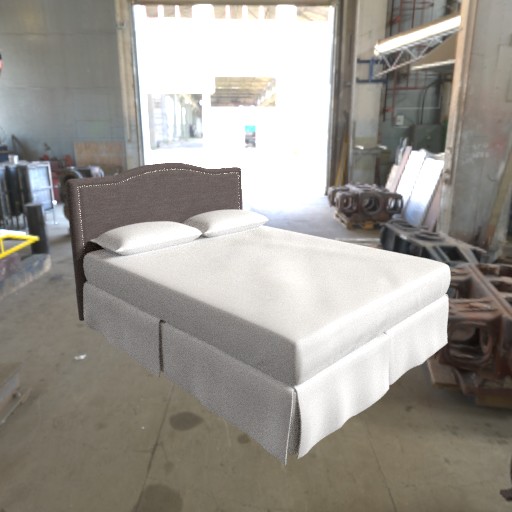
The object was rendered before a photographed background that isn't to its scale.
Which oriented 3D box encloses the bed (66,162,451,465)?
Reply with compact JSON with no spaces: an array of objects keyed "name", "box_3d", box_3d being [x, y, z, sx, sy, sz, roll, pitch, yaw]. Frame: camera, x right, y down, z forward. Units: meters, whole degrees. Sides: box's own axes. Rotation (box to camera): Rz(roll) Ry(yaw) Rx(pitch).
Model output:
[{"name":"bed","box_3d":[0.000,0.000,3.820,2.689,1.457,2.161,15,22,43]}]
